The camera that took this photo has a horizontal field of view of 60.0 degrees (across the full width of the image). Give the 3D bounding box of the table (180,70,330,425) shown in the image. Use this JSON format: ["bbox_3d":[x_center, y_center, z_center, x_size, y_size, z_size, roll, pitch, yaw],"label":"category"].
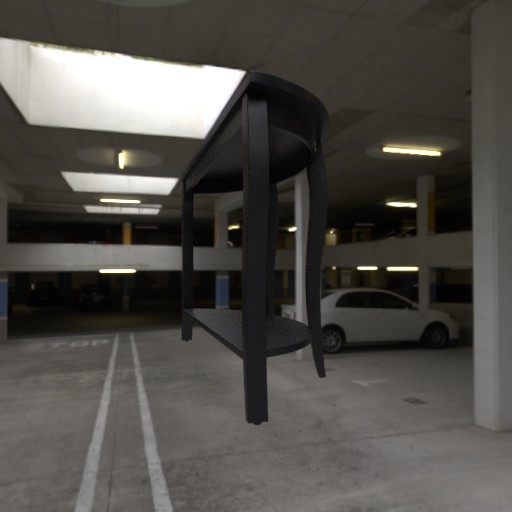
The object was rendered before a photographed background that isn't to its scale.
[{"bbox_3d":[0.000,0.000,1.597,0.394,0.780,1.219,0,-1,-17],"label":"table"}]
